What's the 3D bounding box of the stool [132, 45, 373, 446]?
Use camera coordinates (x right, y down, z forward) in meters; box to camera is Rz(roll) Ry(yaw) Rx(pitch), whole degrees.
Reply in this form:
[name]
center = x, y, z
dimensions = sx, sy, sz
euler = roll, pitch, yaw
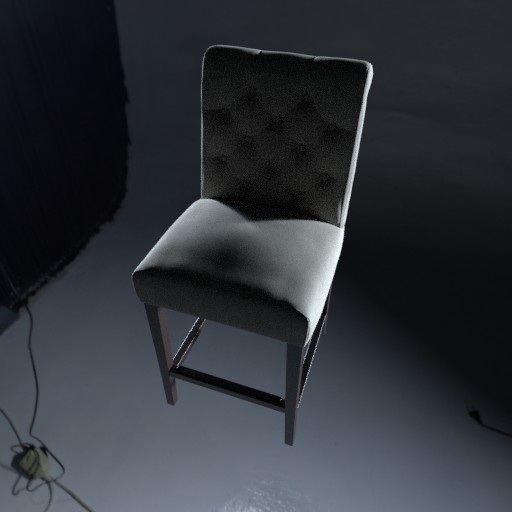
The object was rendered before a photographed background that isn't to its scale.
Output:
[stool]
center = 0.000, 0.000, 1.354
dimensions = 0.493, 1.040, 0.601
euler = 13, 43, 15
